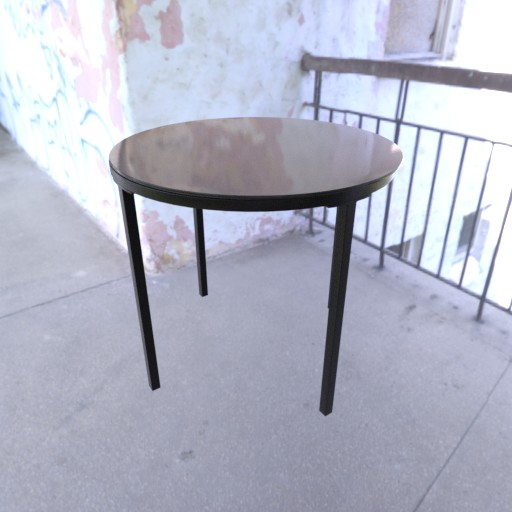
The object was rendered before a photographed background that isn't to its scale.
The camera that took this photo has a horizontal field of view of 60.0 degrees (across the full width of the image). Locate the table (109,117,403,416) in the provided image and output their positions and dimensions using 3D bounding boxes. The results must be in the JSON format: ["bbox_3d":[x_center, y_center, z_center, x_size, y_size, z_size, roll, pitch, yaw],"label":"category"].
[{"bbox_3d":[0.000,0.000,0.886,0.499,0.443,0.499,0,28,0],"label":"table"}]
